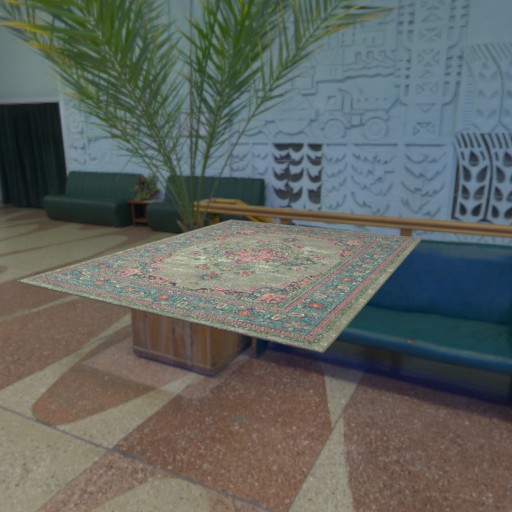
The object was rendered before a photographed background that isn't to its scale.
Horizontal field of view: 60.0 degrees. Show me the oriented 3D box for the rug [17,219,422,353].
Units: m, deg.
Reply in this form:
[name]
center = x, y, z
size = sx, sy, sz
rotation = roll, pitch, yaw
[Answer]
[rug]
center = 0.000, 0.000, 4.057
size = 2.434, 0.013, 3.057
rotation = 8, 16, 28
